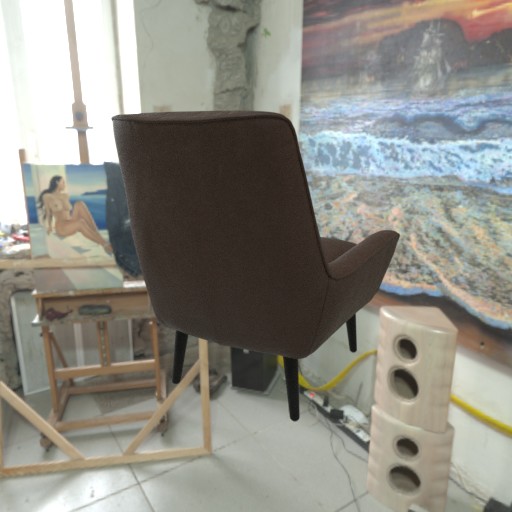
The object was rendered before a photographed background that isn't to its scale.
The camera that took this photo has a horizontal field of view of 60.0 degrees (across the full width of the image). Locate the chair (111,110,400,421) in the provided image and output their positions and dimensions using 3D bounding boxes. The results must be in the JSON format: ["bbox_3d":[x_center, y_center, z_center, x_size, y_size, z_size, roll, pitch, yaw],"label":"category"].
[{"bbox_3d":[0.000,0.000,1.468,0.787,0.888,0.824,8,18,26],"label":"chair"}]
